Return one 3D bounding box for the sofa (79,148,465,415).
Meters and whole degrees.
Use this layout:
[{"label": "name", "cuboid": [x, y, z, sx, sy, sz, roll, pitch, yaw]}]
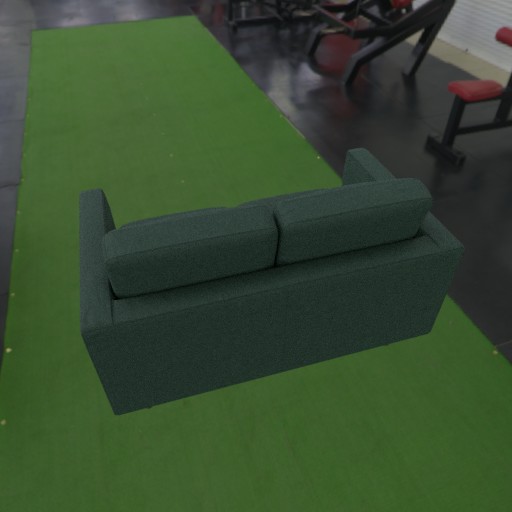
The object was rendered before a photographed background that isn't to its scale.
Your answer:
[{"label": "sofa", "cuboid": [0.000, 0.000, 2.021, 1.430, 0.899, 0.879, -11, 43, -12]}]
